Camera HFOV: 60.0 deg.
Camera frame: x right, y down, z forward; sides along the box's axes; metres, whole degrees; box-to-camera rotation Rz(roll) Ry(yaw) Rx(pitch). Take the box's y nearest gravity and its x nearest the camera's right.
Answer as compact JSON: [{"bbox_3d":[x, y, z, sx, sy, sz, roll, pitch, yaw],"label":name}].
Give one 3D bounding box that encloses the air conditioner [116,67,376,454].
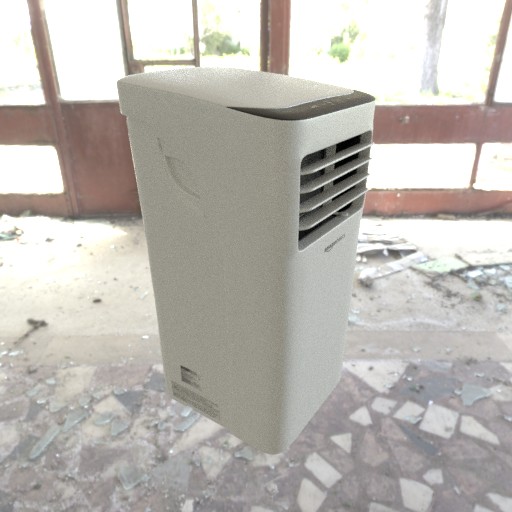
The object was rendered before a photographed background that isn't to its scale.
[{"bbox_3d":[0.000,0.000,0.927,0.369,0.716,0.352,17,31,31],"label":"air conditioner"}]
